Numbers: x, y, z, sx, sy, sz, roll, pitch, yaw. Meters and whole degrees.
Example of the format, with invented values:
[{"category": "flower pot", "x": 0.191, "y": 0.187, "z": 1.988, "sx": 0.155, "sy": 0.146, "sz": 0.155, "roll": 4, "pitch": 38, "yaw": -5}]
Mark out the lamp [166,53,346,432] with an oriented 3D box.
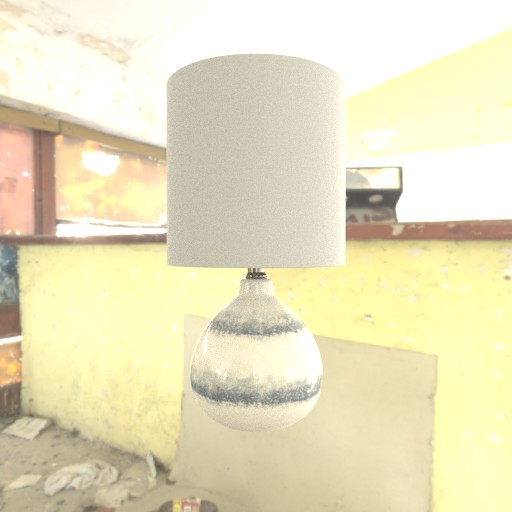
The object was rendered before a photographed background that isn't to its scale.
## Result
[{"category": "lamp", "x": 0.000, "y": 0.000, "z": 0.548, "sx": 0.216, "sy": 0.404, "sz": 0.216, "roll": -1, "pitch": 1, "yaw": -36}]
